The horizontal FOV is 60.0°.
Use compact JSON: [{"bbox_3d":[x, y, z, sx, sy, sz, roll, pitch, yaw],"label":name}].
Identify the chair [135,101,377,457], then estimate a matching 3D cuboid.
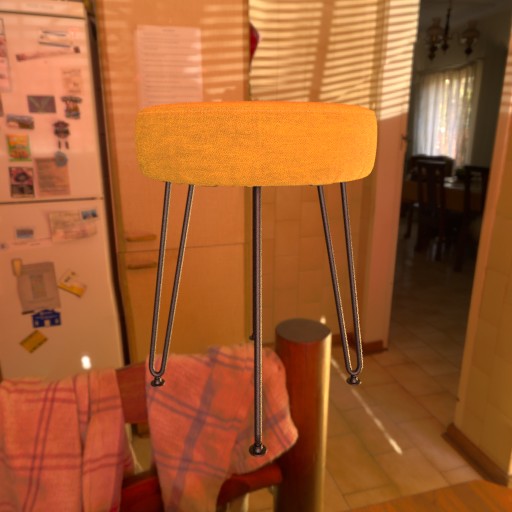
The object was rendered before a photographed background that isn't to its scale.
[{"bbox_3d":[0.000,0.000,0.703,0.345,0.455,0.345,15,22,42],"label":"chair"}]
